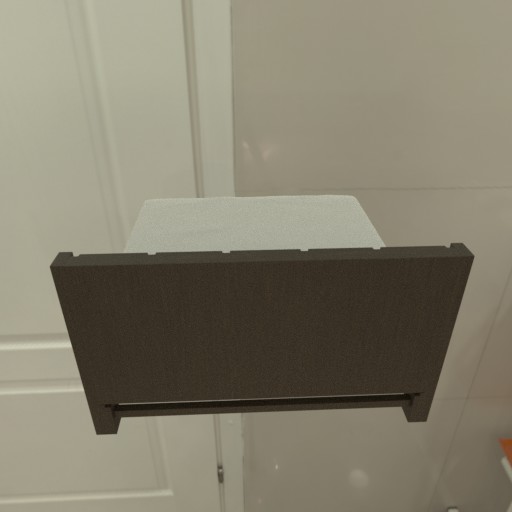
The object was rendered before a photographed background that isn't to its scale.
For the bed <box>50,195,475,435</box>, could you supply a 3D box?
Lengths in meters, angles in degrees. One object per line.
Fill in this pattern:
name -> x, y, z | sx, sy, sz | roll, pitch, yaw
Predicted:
bed -> 0.000, 0.000, 3.498 | 2.143, 1.261, 2.238 | -1, 31, -2
